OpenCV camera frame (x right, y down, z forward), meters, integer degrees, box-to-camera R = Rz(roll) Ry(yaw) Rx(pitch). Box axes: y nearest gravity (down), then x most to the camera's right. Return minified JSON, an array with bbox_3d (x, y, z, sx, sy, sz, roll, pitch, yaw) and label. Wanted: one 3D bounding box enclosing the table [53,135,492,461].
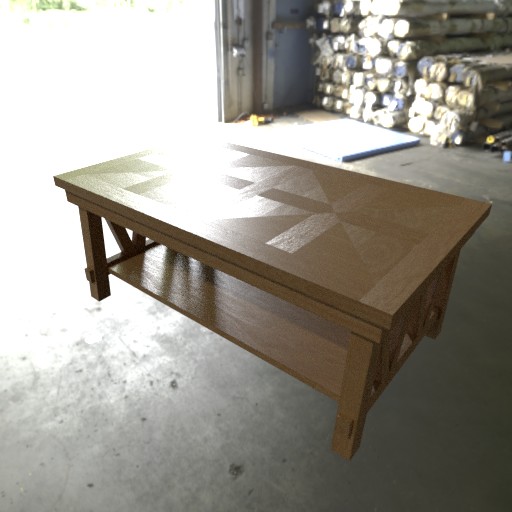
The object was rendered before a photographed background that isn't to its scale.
[{"bbox_3d":[0.000,0.000,1.579,1.270,0.507,0.711,22,36,33],"label":"table"}]
